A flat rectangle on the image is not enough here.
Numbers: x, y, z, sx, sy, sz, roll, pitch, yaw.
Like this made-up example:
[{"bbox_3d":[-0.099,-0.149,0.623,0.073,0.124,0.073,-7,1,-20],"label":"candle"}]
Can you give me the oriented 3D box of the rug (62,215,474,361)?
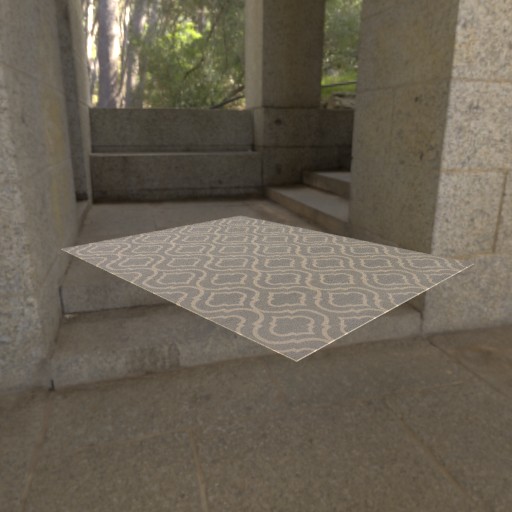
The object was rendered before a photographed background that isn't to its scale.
[{"bbox_3d":[0.000,0.000,3.938,2.283,0.006,2.892,-16,22,-42],"label":"rug"}]
